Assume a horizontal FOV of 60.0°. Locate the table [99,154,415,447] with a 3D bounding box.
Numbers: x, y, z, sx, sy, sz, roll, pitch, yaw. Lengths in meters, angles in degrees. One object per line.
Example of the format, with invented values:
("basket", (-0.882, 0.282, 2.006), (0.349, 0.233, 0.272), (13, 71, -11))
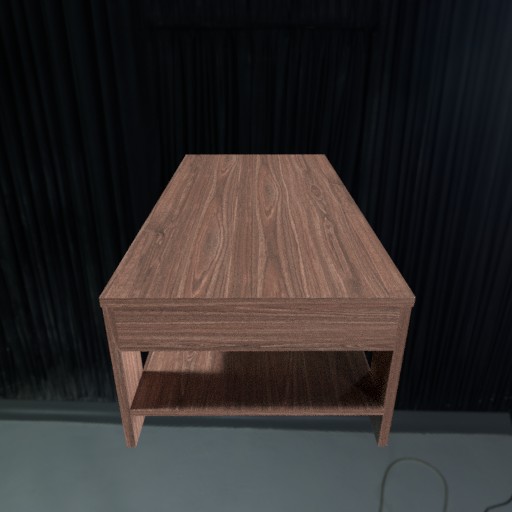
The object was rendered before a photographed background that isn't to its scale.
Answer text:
("table", (0.000, 0.000, 1.468), (0.600, 0.400, 1.200), (0, 26, 0))
